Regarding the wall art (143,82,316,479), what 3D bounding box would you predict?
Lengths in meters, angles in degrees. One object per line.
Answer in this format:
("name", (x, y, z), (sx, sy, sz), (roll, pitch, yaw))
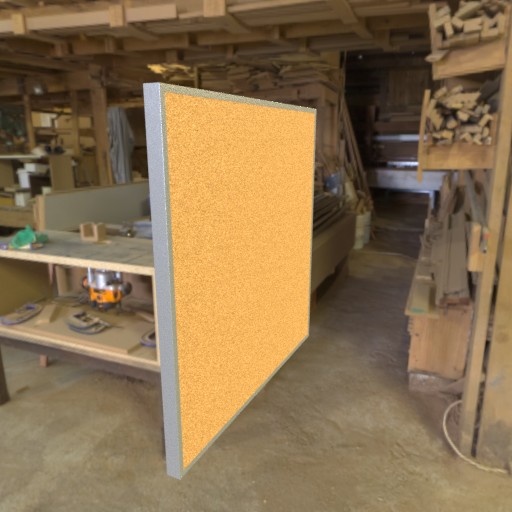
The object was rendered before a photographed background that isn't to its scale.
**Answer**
("wall art", (0.000, 0.000, 1.214), (0.038, 0.807, 0.809), (7, 17, 26))
